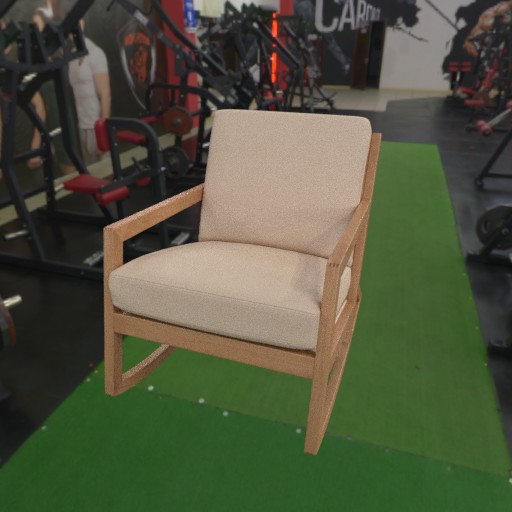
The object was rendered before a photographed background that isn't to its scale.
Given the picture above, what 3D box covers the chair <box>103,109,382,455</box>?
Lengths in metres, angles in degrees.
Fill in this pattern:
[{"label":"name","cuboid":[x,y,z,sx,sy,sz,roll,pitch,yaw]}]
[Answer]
[{"label":"chair","cuboid":[0.000,0.000,1.416,0.622,0.790,0.857,9,28,18]}]
